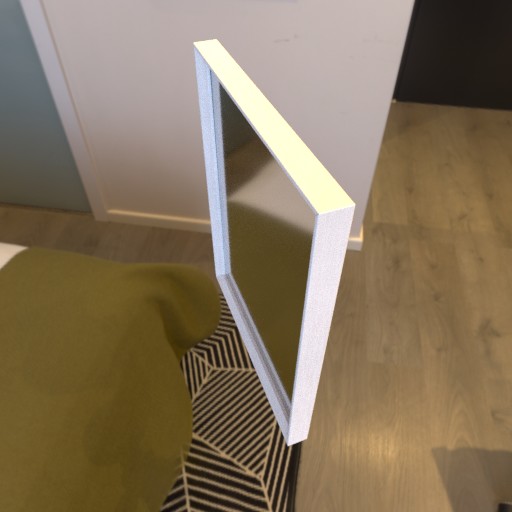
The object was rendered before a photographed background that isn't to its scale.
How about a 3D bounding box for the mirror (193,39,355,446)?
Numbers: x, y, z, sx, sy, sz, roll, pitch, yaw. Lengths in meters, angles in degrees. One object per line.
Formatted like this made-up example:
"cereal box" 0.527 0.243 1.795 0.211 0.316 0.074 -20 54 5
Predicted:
"mirror" 0.000 0.000 0.695 0.041 0.509 0.406 -15 48 -14
